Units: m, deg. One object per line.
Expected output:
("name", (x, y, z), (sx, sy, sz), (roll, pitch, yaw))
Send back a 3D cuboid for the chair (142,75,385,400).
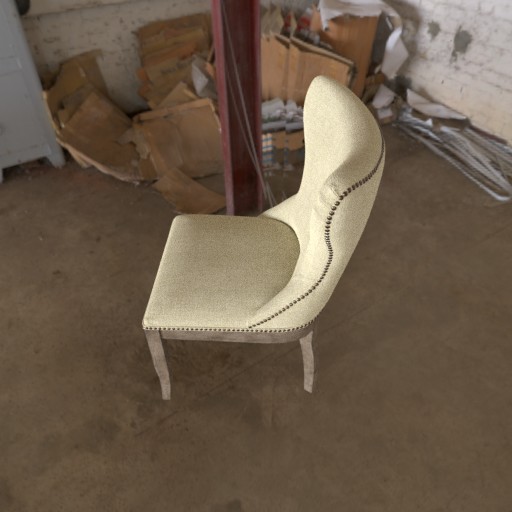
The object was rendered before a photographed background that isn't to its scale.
("chair", (0.000, 0.000, 1.501), (0.681, 1.002, 0.654), (2, 43, 2))
